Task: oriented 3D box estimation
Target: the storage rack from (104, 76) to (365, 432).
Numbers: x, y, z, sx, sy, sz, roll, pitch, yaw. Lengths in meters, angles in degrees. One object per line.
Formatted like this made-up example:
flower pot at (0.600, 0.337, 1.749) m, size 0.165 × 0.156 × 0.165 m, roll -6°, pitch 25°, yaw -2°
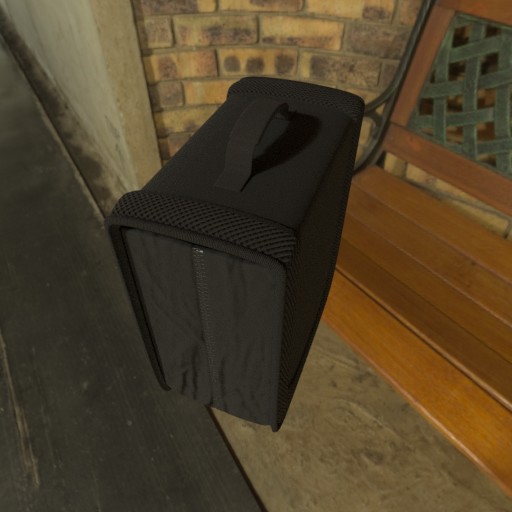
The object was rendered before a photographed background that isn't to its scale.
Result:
storage rack at (0.000, 0.000, 0.552) m, size 0.168 × 0.387 × 0.297 m, roll 15°, pitch 47°, yaw 15°
